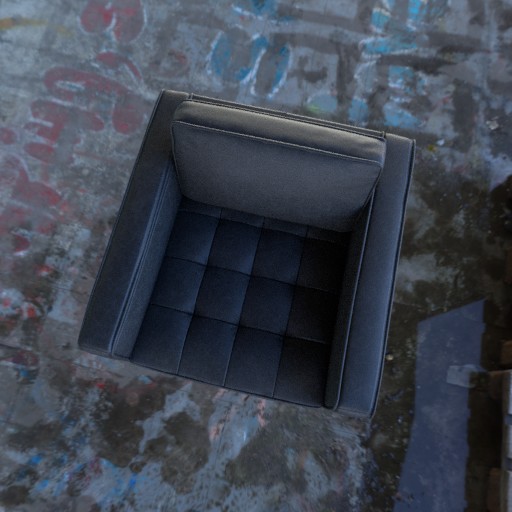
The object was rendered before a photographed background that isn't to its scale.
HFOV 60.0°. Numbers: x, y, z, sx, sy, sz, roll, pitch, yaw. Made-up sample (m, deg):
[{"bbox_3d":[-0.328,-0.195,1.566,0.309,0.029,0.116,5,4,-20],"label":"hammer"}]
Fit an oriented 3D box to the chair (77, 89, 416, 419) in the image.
[{"bbox_3d":[0.000,0.000,1.545,0.889,0.763,0.914,13,75,3],"label":"chair"}]
